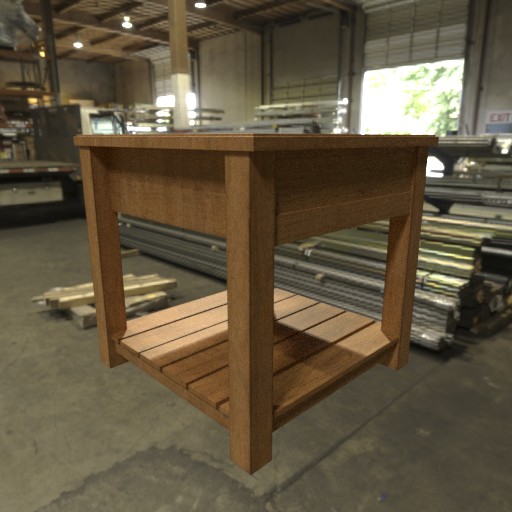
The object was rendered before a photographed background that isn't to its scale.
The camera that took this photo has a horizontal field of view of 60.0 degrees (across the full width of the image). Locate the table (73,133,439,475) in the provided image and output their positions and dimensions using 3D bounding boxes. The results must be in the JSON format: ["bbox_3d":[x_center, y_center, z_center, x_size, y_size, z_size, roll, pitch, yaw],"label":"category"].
[{"bbox_3d":[0.000,0.000,1.123,0.612,0.593,0.616,-14,21,-42],"label":"table"}]
